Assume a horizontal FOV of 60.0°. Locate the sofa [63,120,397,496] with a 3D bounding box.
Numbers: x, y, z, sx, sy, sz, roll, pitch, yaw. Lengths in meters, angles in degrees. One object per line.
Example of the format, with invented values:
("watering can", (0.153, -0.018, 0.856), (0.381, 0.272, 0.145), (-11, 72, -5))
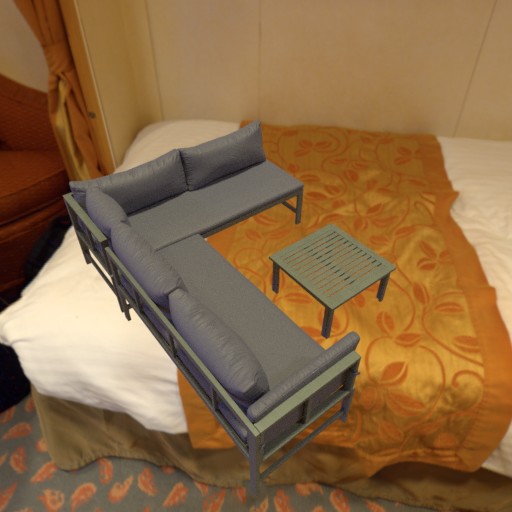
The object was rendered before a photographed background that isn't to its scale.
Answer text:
("sofa", (0.000, 0.000, 2.925), (1.658, 0.762, 2.149), (-27, 49, -27))
